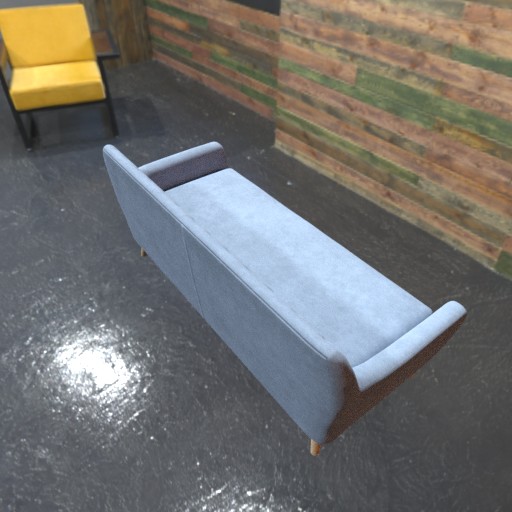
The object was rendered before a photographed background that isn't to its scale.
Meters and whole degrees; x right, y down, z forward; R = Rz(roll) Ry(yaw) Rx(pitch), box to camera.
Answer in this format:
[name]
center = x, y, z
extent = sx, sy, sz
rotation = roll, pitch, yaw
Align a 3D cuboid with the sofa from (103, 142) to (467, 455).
[sofa]
center = 0.000, 0.000, 2.384
extent = 0.830, 0.830, 1.970
rotation = -26, 47, -27
